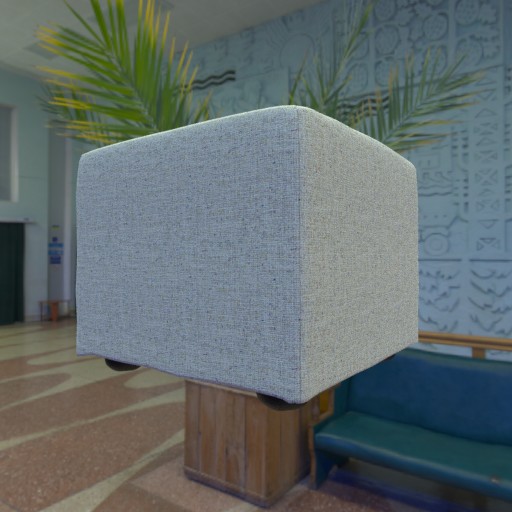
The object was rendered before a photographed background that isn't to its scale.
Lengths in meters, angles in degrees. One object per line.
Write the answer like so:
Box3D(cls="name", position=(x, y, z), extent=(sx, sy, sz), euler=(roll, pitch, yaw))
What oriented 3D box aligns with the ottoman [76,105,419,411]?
Box3D(cls="ottoman", position=(0.000, 0.000, 0.913), extent=(0.521, 0.453, 0.512), euler=(0, 0, 36))
